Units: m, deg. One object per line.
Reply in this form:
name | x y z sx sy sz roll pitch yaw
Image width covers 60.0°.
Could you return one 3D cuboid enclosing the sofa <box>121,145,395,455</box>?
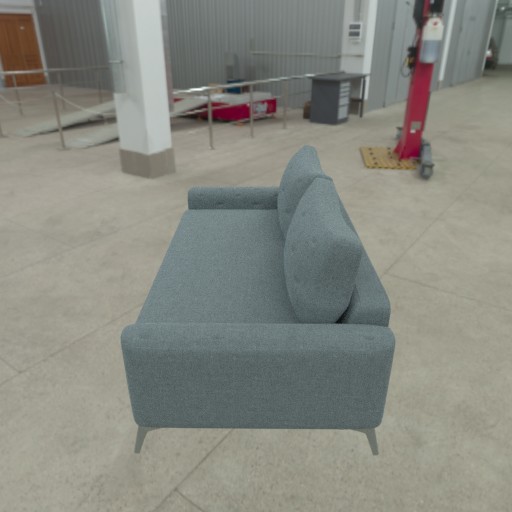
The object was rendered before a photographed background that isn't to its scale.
sofa | 0.000 0.000 2.155 0.920 0.790 1.650 0 26 1
